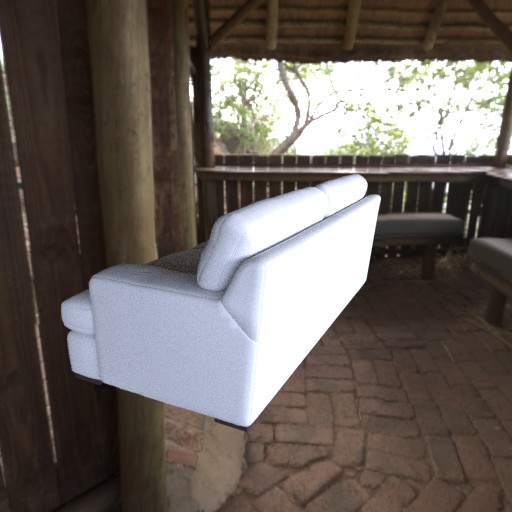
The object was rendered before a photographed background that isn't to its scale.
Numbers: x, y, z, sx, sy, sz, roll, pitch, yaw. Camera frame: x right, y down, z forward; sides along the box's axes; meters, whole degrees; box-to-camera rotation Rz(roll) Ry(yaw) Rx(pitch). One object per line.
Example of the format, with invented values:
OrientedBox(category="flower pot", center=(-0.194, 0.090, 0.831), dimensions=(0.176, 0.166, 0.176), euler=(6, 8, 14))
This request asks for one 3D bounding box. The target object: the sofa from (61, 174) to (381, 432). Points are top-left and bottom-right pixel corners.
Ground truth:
OrientedBox(category="sofa", center=(0.000, 0.000, 2.868), dimensions=(1.143, 0.940, 2.261), euler=(7, 17, 25))
